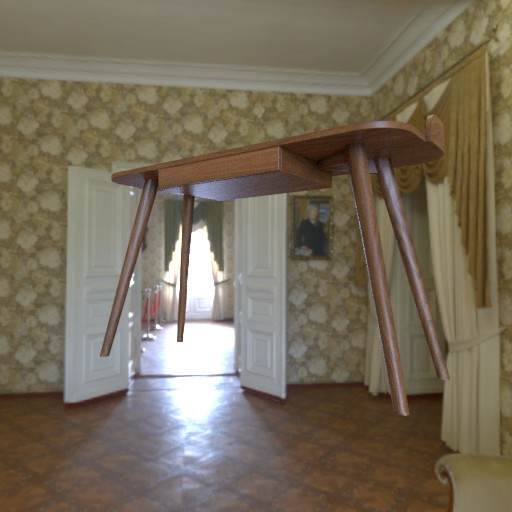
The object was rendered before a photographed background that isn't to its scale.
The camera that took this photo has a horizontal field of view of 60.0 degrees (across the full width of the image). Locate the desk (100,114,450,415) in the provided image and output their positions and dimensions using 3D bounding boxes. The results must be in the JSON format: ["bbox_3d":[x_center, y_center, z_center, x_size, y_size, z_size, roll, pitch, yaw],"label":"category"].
[{"bbox_3d":[0.000,0.000,1.628,1.256,0.800,0.486,-1,-2,36],"label":"desk"}]
